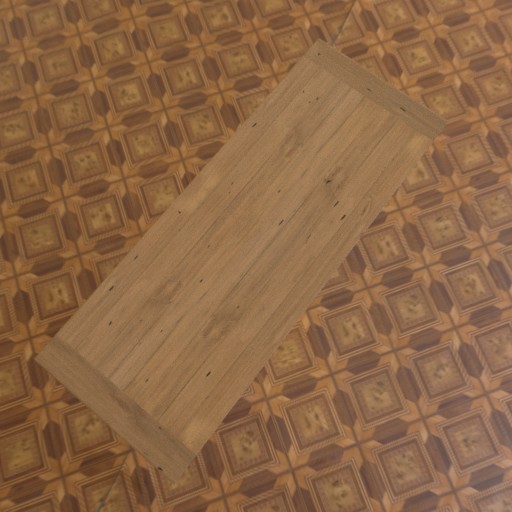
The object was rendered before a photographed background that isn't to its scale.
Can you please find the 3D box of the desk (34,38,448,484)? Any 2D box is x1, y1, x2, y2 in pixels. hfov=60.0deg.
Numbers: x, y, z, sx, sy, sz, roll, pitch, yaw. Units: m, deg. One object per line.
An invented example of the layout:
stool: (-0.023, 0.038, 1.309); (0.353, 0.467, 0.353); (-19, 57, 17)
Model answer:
desk: (0.000, 0.000, 2.143); (0.688, 0.762, 1.803); (37, 78, 9)
